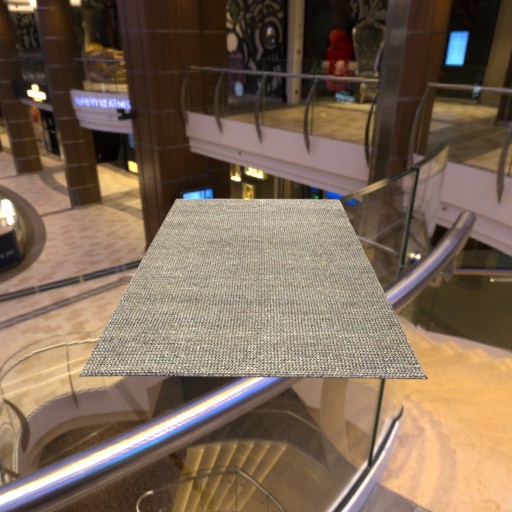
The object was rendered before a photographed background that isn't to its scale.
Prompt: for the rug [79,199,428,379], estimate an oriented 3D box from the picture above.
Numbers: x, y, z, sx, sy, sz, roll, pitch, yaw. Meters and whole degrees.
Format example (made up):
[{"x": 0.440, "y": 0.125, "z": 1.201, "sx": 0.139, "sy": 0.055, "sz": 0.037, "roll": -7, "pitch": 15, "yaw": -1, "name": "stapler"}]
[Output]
[{"x": 0.000, "y": 0.000, "z": 3.046, "sx": 1.538, "sy": 0.021, "sz": 2.443, "roll": 0, "pitch": 26, "yaw": 1, "name": "rug"}]
